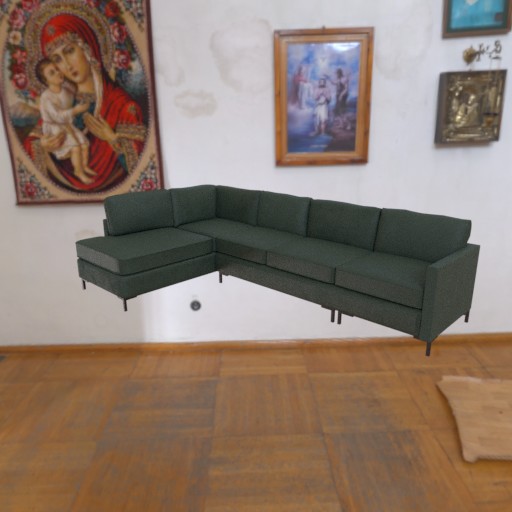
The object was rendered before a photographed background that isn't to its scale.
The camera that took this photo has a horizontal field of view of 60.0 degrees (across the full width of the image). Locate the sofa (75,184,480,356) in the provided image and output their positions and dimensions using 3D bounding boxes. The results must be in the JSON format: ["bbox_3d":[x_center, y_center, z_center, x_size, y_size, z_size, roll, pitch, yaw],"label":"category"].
[{"bbox_3d":[0.000,0.000,4.281,3.384,0.996,2.048,15,22,41],"label":"sofa"}]
